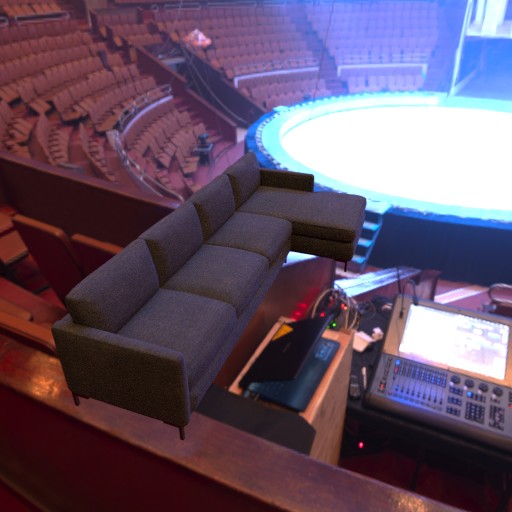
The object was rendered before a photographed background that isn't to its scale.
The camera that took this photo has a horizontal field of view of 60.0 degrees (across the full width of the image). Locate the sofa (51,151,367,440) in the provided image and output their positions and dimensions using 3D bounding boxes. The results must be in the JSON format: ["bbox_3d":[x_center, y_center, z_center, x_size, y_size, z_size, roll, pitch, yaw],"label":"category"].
[{"bbox_3d":[0.000,0.000,3.470,1.350,0.810,2.932,10,32,17],"label":"sofa"}]
